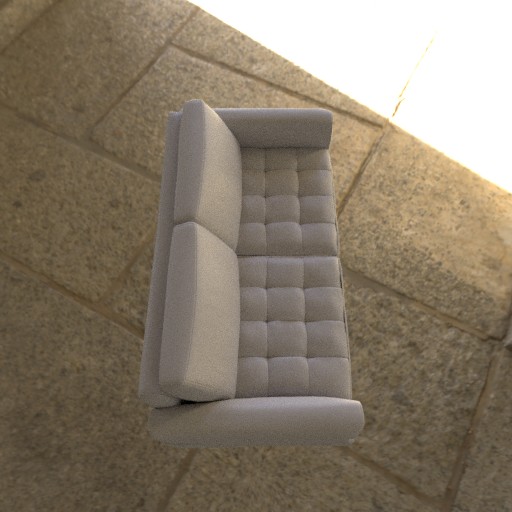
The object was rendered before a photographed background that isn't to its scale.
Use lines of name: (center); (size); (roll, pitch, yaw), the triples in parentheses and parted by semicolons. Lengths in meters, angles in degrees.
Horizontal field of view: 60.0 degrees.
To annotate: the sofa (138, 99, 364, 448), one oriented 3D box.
sofa: (0.000, 0.000, 2.757); (1.121, 0.930, 2.177); (0, 64, 0)
